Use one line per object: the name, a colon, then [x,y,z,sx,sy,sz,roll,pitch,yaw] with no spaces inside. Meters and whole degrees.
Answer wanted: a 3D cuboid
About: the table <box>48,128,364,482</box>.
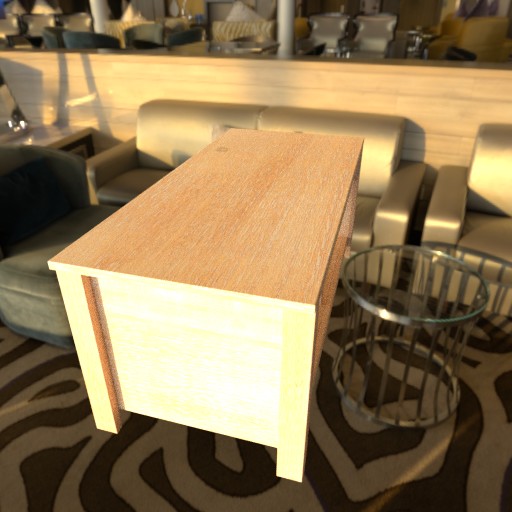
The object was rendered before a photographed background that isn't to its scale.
table: [0.000,0.000,1.271,0.483,0.457,1.016,8,31,14]
